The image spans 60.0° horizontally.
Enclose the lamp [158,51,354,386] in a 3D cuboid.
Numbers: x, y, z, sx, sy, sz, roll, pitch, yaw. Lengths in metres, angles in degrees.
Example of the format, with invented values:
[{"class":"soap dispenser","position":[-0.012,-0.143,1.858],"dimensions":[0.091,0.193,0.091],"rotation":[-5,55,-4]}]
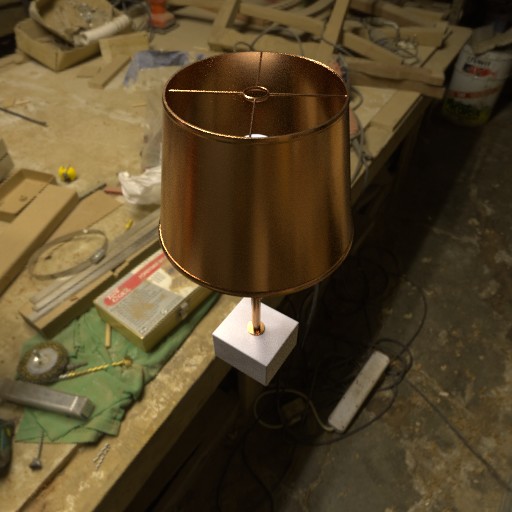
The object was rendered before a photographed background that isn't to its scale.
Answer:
[{"class":"lamp","position":[0.000,0.000,0.518],"dimensions":[0.208,0.406,0.208],"rotation":[0,46,0]}]
